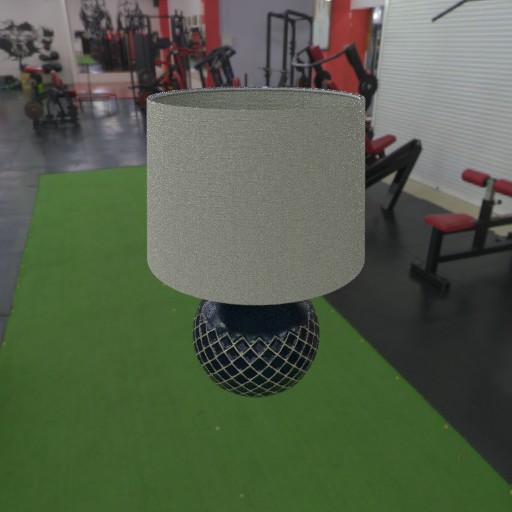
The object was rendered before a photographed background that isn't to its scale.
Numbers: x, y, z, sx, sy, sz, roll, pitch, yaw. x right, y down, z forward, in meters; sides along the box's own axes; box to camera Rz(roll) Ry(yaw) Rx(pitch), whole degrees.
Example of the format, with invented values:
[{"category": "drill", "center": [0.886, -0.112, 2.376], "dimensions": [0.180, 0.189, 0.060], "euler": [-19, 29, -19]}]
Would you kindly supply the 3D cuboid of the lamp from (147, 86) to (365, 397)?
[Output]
[{"category": "lamp", "center": [0.000, 0.000, 0.790], "dimensions": [0.376, 0.540, 0.376], "euler": [0, 26, 0]}]
